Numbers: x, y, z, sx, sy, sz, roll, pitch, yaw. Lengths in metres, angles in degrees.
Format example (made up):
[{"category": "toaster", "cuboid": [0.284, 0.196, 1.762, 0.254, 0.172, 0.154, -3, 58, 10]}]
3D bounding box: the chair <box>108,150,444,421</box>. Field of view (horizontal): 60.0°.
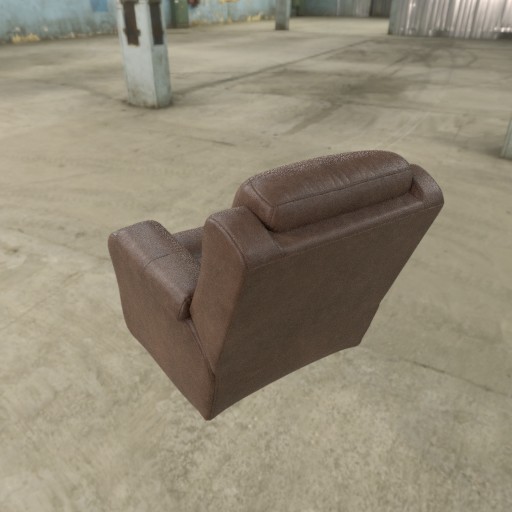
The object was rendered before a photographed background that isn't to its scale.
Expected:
[{"category": "chair", "cuboid": [0.000, 0.000, 1.782, 0.940, 0.990, 1.067, -18, 34, -28]}]
